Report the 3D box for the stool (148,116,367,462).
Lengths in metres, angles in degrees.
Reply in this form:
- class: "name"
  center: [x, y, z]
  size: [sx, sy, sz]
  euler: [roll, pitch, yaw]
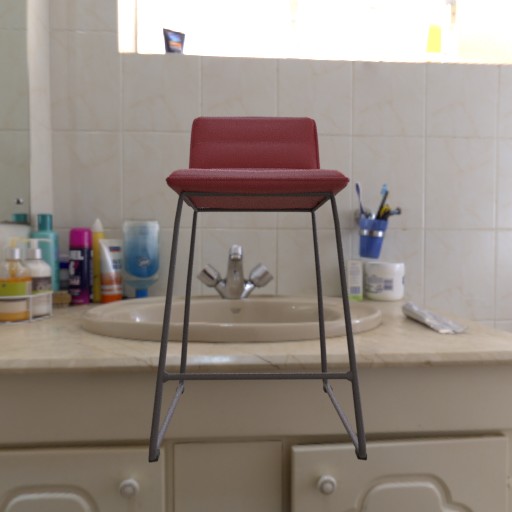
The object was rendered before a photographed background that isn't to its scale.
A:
- class: "stool"
  center: [0.000, 0.000, 1.170]
  size: [0.489, 0.866, 0.524]
  euler: [0, 1, -1]
